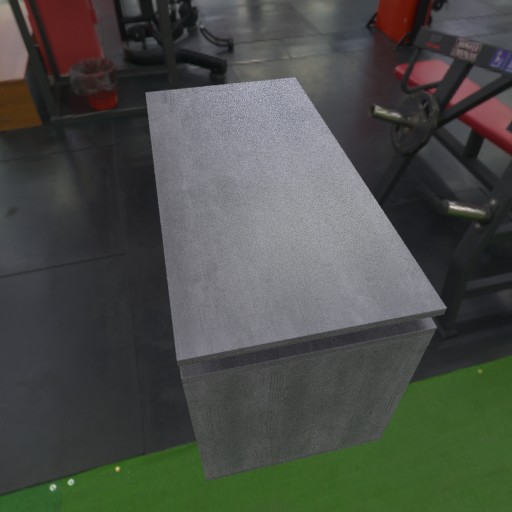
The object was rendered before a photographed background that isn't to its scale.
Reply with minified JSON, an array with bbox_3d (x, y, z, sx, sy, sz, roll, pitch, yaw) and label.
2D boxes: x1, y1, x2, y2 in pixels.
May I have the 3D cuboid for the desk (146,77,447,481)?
[{"bbox_3d":[0.000,0.000,1.613,0.600,0.740,1.200,-9,47,-9],"label":"desk"}]
